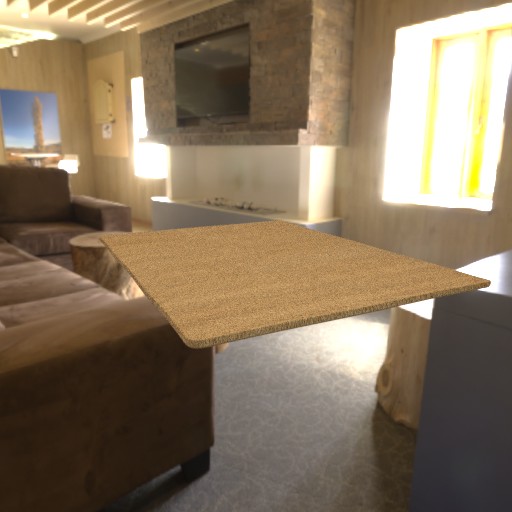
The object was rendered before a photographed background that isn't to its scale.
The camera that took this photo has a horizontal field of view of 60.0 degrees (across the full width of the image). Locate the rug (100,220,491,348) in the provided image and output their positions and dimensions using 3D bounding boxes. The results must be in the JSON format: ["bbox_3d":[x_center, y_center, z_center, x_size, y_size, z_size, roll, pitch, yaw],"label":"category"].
[{"bbox_3d":[0.000,0.000,2.102,1.199,0.025,1.600,-7,15,-26],"label":"rug"}]
